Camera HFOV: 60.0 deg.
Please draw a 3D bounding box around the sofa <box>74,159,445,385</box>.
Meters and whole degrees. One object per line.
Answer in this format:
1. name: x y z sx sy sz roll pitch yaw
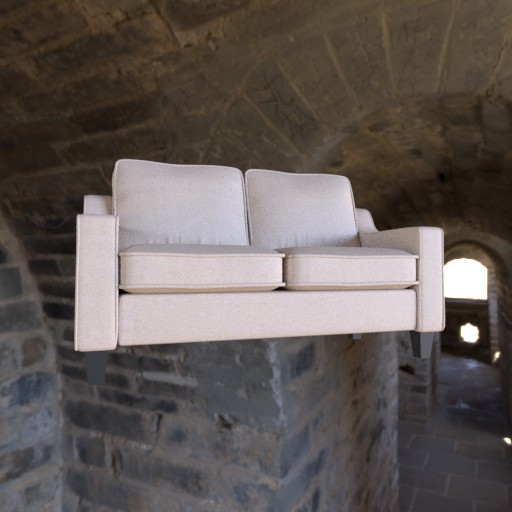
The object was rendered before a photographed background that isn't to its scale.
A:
1. sofa: 0.000 0.000 3.511 2.587 1.562 1.351 1 -2 -19
